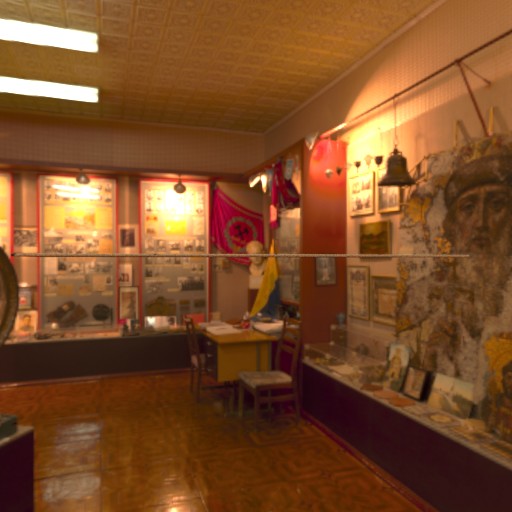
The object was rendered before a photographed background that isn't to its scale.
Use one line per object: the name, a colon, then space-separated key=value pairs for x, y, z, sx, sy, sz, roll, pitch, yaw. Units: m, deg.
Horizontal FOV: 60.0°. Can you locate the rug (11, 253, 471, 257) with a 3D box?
rug: x=0.000 y=0.000 z=2.621 sx=2.438 sy=0.012 sz=0.762 roll=0 pitch=0 yaw=-17
